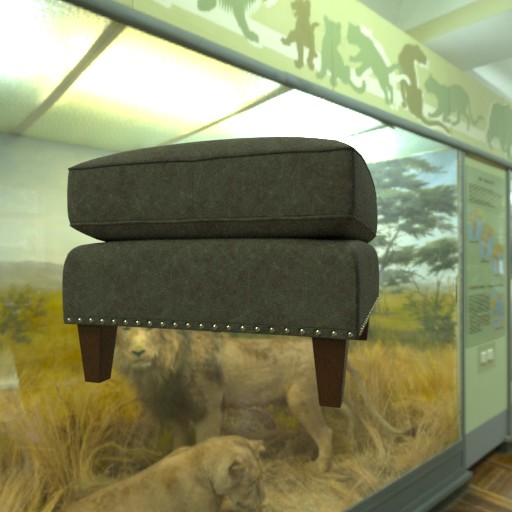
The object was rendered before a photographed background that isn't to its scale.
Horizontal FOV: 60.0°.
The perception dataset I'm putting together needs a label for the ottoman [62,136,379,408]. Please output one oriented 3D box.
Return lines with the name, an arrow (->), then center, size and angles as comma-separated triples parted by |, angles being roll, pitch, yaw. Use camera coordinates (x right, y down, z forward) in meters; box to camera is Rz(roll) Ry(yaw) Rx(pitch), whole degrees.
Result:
ottoman -> 0.000, 0.000, 1.140 | 0.584, 0.513, 0.741 | 0, 0, 18
